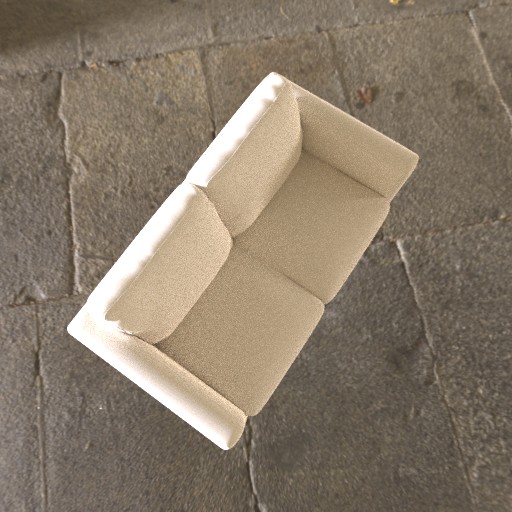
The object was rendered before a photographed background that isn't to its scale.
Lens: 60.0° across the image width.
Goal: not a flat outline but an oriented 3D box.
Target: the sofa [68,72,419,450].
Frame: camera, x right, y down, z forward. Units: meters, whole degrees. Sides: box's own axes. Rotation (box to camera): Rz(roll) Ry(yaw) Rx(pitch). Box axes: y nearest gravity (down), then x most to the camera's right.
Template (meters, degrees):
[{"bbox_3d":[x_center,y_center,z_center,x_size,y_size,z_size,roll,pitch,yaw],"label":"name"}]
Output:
[{"bbox_3d":[0.000,0.000,2.014,0.796,0.908,1.430,33,77,9],"label":"sofa"}]
